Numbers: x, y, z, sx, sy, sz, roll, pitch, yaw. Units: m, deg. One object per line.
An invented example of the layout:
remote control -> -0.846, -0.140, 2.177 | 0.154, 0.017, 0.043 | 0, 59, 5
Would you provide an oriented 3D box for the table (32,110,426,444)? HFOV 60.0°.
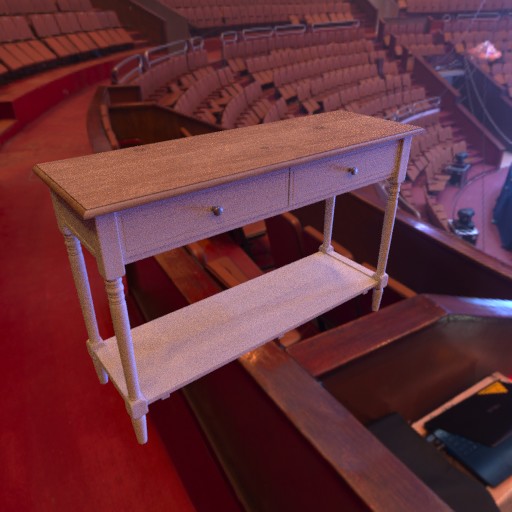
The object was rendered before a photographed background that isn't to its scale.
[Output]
table -> 0.000, 0.000, 1.574 | 1.219, 0.800, 0.399 | -21, 35, -32
